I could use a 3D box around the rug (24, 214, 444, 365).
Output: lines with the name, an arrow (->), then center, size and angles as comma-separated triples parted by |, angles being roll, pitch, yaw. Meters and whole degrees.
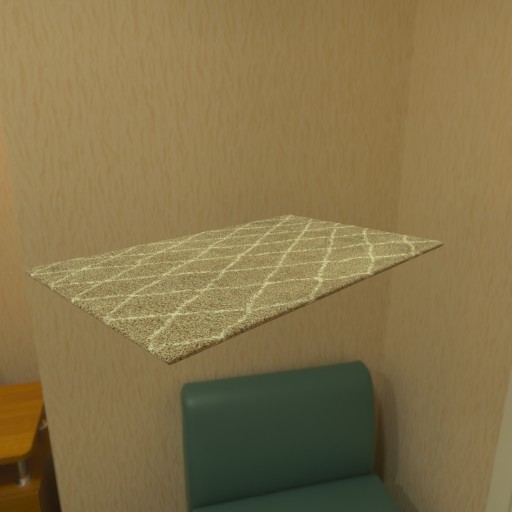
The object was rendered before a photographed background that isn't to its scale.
rug -> 0.000, 0.000, 2.975 | 1.524, 0.030, 2.438 | 16, 23, 43
